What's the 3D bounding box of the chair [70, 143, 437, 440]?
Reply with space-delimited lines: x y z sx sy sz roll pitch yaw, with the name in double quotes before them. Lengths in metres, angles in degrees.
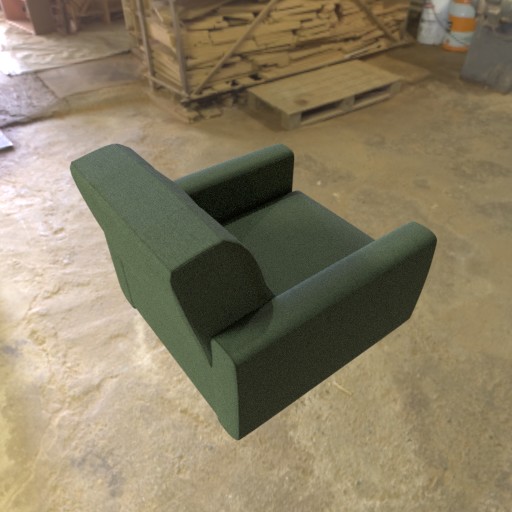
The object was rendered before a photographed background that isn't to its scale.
"chair" 0.000 0.000 1.550 0.909 0.841 0.831 -27 48 -27
